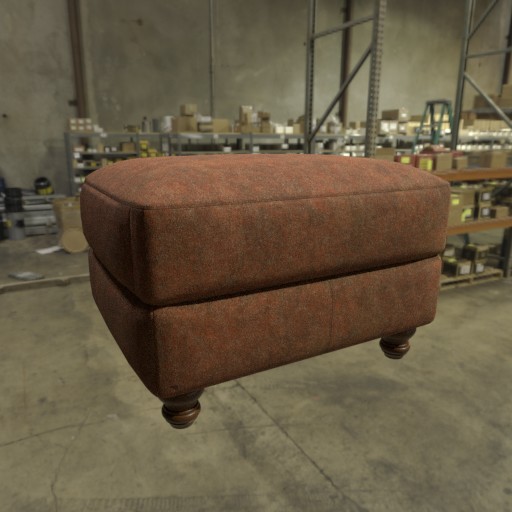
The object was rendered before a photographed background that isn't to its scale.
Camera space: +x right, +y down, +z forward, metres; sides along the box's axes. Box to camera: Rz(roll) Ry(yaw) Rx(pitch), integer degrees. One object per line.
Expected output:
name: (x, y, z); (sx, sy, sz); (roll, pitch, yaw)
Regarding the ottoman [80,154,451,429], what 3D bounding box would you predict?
ottoman: (0.000, 0.000, 1.139); (0.787, 0.508, 0.635); (-8, 17, -28)
